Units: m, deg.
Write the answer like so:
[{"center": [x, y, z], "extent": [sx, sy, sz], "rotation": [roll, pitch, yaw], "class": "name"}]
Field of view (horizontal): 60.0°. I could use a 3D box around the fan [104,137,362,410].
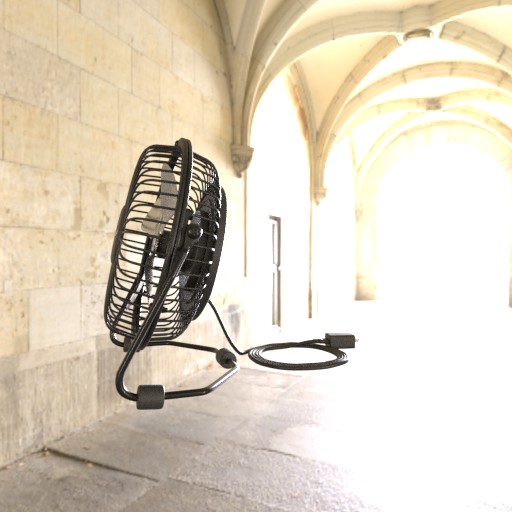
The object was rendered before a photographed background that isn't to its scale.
[{"center": [0.000, 0.000, 0.310], "extent": [0.202, 0.152, 0.153], "rotation": [0, 0, -19], "class": "fan"}]
